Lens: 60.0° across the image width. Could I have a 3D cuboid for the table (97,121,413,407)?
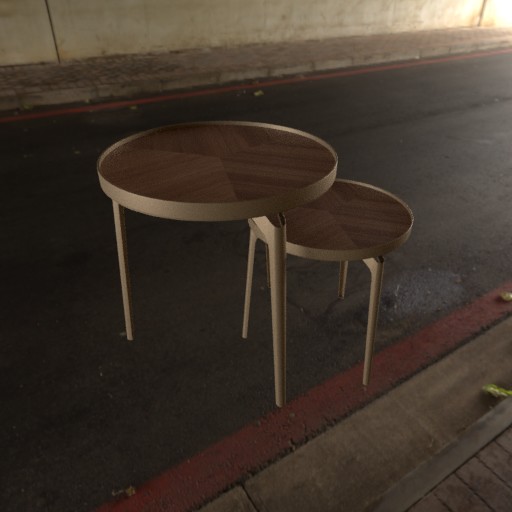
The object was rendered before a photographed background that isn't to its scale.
[{"bbox_3d":[0.000,0.000,1.154,0.751,0.555,0.532,-1,32,-1],"label":"table"}]
